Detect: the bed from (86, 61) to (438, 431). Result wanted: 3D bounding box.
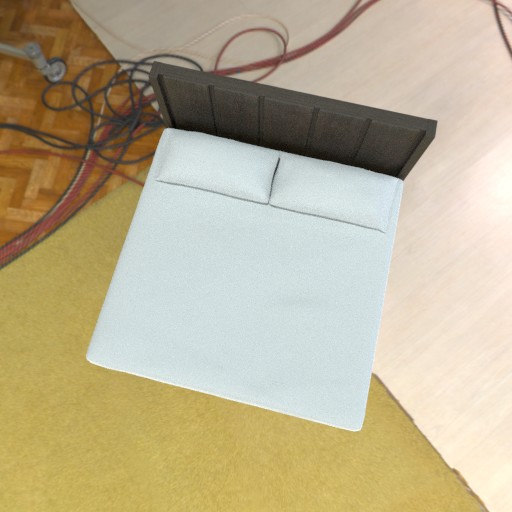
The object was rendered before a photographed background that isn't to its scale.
[{"bbox_3d":[0.000,0.000,3.556,2.143,1.261,2.238,13,74,4],"label":"bed"}]
